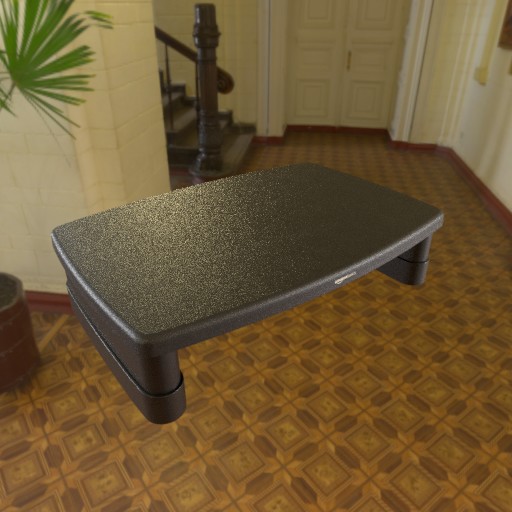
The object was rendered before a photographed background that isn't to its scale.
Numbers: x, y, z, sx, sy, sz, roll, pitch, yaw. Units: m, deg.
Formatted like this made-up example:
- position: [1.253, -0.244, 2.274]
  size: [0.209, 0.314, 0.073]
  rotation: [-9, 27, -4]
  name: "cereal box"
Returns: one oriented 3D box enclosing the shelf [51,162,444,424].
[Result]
- position: [0.000, 0.000, 0.533]
  size: [0.410, 0.100, 0.280]
  rotation: [-21, 36, -32]
  name: "shelf"
